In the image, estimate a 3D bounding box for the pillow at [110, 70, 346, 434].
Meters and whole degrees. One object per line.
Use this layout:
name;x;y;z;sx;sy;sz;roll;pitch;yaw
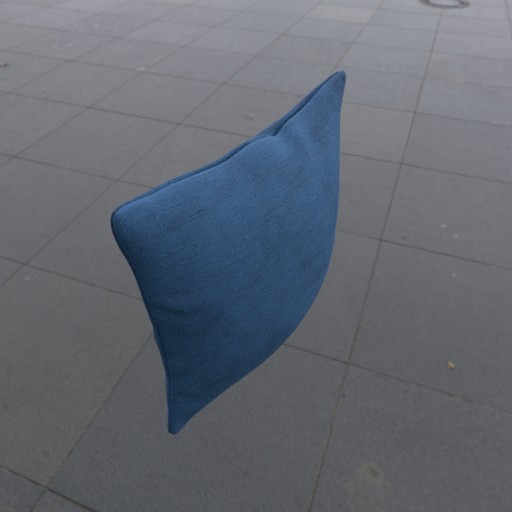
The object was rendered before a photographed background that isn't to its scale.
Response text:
pillow;0.000;0.000;0.657;0.177;0.420;0.437;26;48;26
